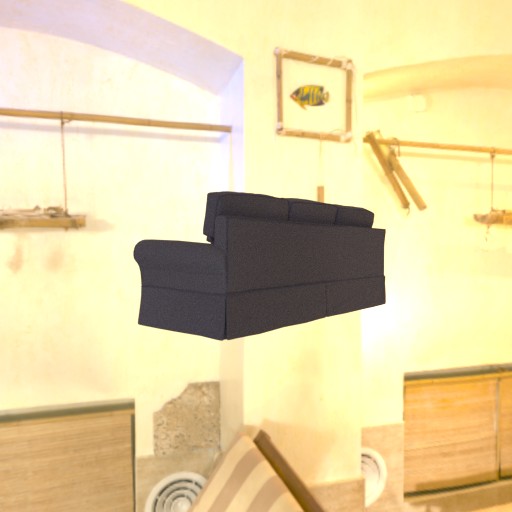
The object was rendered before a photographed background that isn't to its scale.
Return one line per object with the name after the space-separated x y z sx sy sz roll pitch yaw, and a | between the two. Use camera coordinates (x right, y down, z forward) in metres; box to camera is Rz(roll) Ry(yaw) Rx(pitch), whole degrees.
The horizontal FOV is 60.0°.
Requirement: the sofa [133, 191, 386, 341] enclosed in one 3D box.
0.000 0.000 5.180 2.874 1.169 3.773 0 1 -18 | sofa
